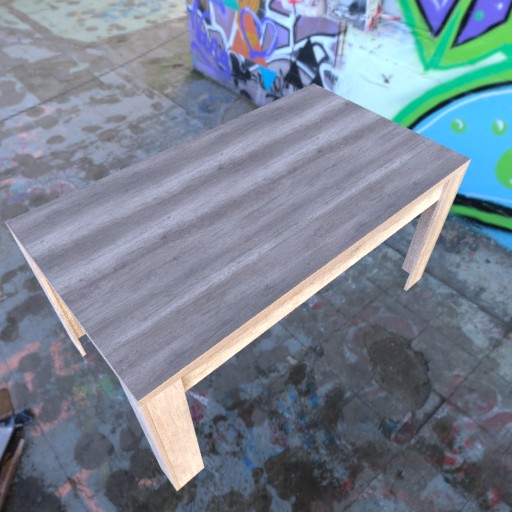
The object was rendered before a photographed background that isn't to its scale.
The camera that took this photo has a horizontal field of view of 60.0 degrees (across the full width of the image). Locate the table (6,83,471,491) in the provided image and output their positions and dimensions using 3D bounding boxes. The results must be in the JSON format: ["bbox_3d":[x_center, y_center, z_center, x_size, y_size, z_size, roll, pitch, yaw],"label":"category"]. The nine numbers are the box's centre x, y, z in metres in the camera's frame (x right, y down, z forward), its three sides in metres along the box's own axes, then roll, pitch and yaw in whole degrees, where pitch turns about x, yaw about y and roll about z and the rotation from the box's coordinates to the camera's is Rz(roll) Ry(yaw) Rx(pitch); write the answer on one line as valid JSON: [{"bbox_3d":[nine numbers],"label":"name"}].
[{"bbox_3d":[0.000,0.000,2.001,1.600,0.775,0.900,-33,55,-27],"label":"table"}]
